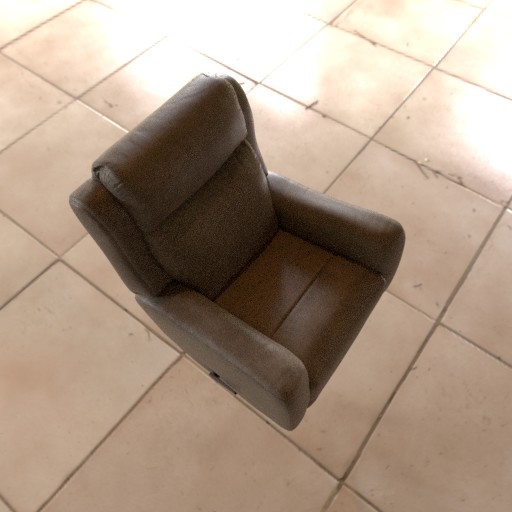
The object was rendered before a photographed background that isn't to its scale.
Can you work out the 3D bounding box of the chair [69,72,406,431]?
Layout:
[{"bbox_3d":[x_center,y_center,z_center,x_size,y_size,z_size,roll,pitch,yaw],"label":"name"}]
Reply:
[{"bbox_3d":[0.000,0.000,1.940,1.068,1.116,0.967,32,64,18],"label":"chair"}]
